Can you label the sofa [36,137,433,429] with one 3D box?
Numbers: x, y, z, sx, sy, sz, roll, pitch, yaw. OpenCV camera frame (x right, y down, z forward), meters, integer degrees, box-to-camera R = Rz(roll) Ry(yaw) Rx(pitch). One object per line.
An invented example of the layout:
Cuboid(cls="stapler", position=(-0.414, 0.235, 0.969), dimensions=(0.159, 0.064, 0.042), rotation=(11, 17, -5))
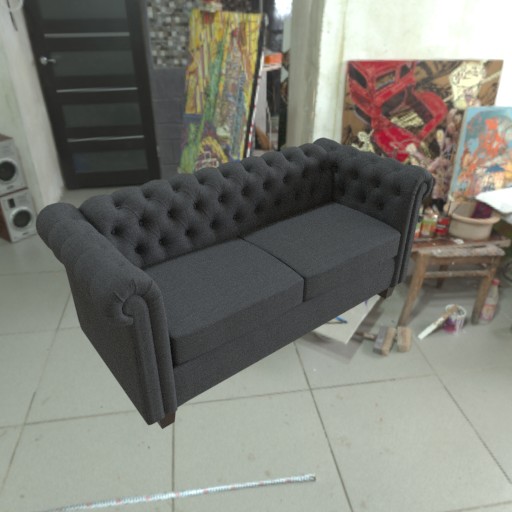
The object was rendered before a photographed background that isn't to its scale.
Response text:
Cuboid(cls="sofa", position=(0.000, 0.000, 2.265), dimensions=(1.798, 0.797, 0.783), rotation=(-22, 37, -32))
